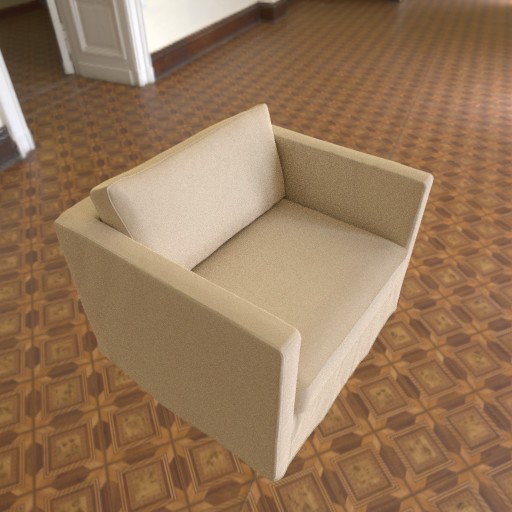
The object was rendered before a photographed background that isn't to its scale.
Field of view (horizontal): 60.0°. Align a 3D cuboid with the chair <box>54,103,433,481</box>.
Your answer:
[{"bbox_3d":[0.000,0.000,1.728,0.947,0.851,1.057,26,47,27],"label":"chair"}]
